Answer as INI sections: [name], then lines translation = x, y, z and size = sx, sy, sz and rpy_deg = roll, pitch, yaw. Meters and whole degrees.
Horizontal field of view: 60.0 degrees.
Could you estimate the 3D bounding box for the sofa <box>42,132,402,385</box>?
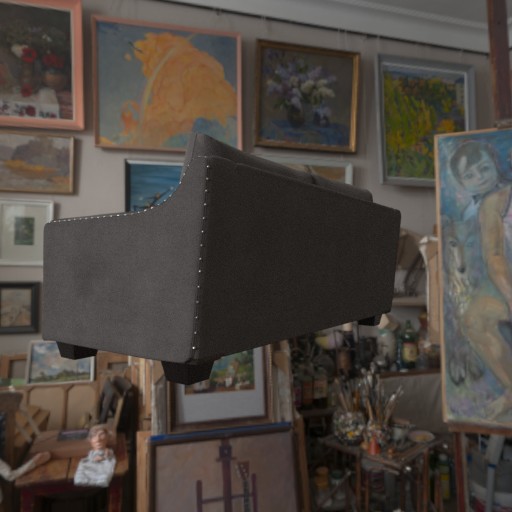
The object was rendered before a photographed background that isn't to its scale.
[sofa]
translation = 0.000, 0.000, 3.248
size = 1.336, 1.196, 2.550
rpy_deg = -1, -1, 36
